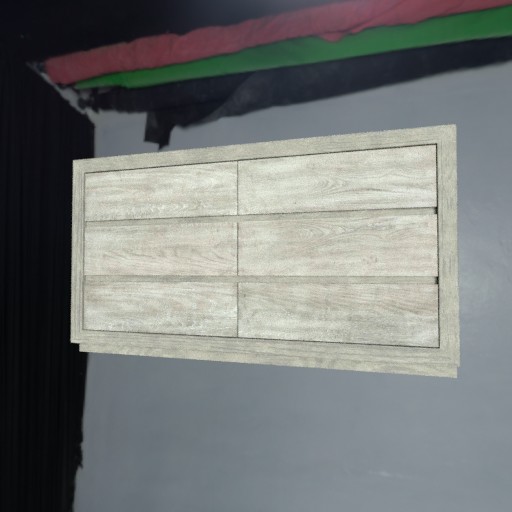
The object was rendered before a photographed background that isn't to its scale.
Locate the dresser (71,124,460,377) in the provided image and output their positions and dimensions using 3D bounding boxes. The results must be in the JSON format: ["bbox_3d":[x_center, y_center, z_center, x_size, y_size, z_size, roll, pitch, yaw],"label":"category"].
[{"bbox_3d":[0.000,0.000,2.010,1.628,0.889,0.483,-1,-2,18],"label":"dresser"}]
